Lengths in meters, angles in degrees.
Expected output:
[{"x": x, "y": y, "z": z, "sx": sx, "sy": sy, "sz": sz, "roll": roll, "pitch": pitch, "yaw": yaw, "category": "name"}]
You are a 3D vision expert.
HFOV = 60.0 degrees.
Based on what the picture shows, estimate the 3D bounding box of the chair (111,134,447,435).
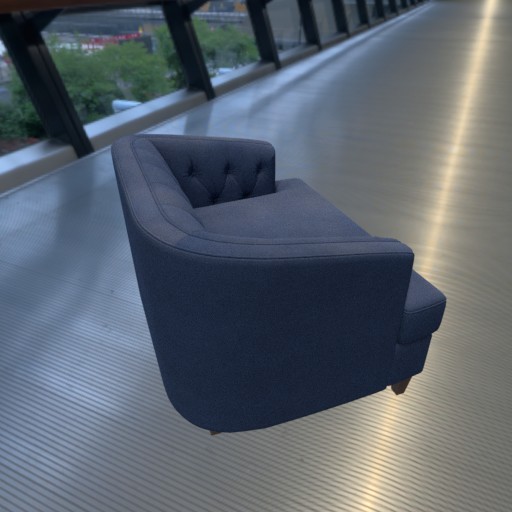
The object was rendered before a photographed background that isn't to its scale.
[{"x": 0.000, "y": 0.000, "z": 1.724, "sx": 0.914, "sy": 0.787, "sz": 1.118, "roll": -11, "pitch": 33, "yaw": -18, "category": "chair"}]
